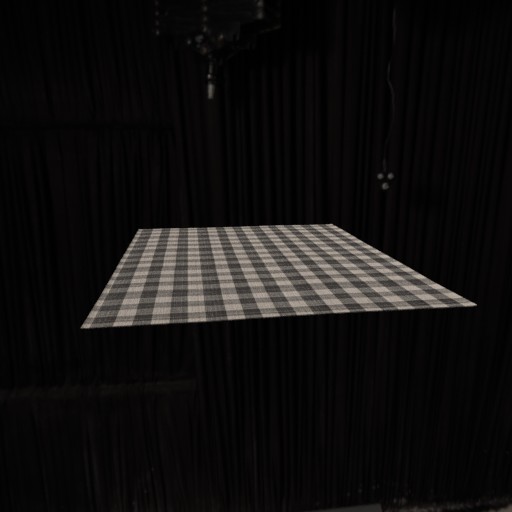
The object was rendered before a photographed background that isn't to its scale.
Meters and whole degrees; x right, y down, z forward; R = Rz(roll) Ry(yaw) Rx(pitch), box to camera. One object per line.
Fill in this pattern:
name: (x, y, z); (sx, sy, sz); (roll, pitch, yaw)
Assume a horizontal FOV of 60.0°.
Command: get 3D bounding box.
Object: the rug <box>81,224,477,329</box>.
rug: (0.000, 0.000, 4.105); (2.432, 0.013, 3.021); (-2, 14, -8)
